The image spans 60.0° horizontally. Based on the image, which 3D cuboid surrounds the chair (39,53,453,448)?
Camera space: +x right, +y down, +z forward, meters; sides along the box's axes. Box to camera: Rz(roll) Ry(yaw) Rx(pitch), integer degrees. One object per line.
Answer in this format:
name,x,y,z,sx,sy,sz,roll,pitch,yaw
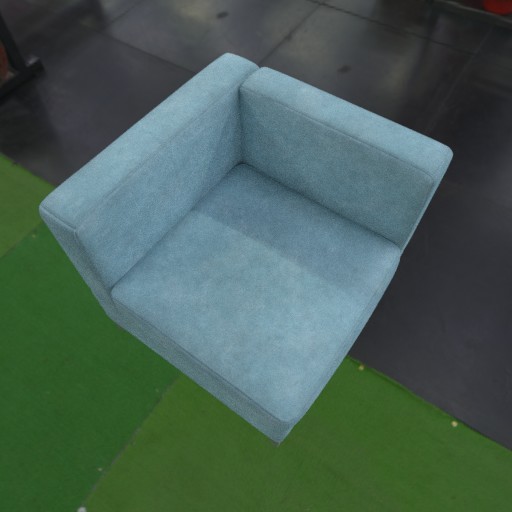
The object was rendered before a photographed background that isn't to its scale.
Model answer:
chair,0.000,0.000,1.220,0.684,0.660,0.691,31,63,18
